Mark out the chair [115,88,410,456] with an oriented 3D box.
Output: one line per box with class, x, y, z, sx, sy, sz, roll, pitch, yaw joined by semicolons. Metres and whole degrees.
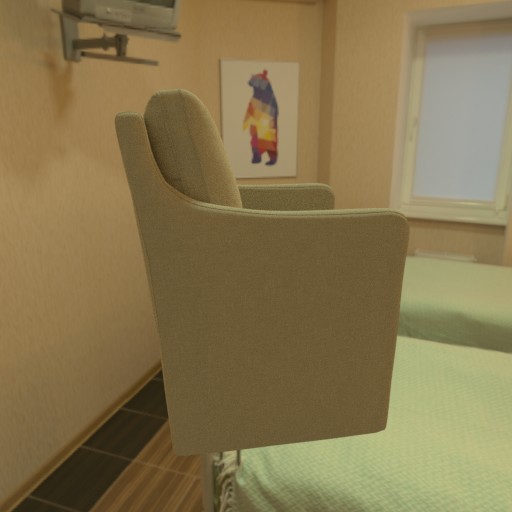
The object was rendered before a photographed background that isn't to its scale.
chair;0.000;0.000;1.343;0.694;0.914;0.626;-3;16;-10
